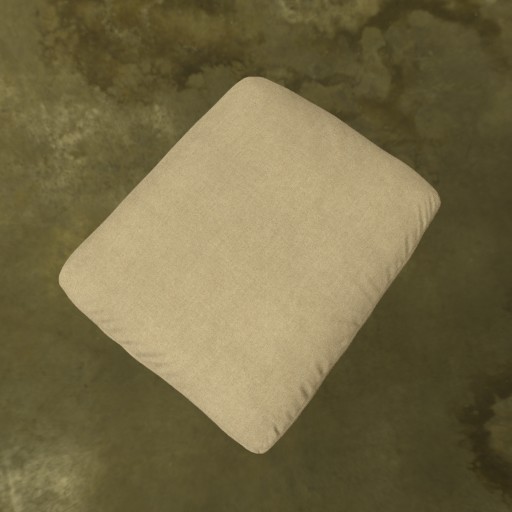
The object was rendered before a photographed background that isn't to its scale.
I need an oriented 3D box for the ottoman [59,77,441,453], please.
[{"bbox_3d":[0.000,0.000,1.259,0.683,0.481,0.837,37,77,10],"label":"ottoman"}]
